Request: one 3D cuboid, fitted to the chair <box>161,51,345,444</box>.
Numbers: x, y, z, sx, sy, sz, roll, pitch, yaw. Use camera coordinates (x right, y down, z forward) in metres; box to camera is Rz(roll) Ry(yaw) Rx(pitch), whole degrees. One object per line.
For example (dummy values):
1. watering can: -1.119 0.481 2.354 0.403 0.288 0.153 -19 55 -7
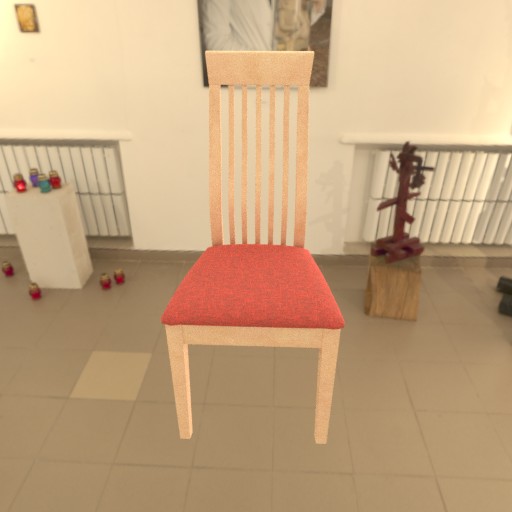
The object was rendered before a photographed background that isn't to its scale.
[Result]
1. chair: 0.000 0.000 1.266 0.460 1.027 0.474 1 31 2
